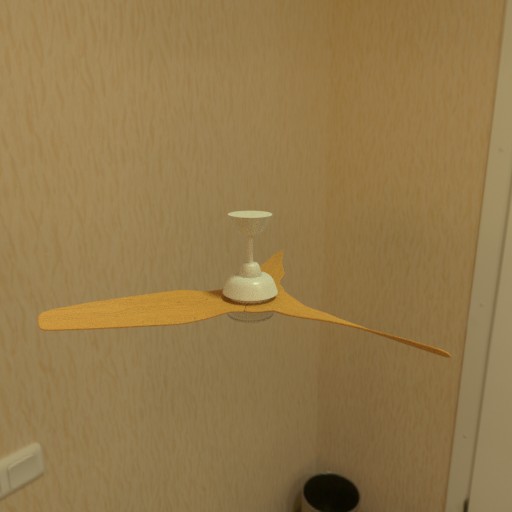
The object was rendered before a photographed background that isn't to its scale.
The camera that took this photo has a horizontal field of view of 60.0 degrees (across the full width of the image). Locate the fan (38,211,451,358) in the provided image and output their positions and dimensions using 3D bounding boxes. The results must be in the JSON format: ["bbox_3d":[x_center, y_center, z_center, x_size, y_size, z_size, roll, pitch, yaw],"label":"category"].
[{"bbox_3d":[0.000,0.000,1.619,1.142,0.355,1.010,2,14,9],"label":"fan"}]
